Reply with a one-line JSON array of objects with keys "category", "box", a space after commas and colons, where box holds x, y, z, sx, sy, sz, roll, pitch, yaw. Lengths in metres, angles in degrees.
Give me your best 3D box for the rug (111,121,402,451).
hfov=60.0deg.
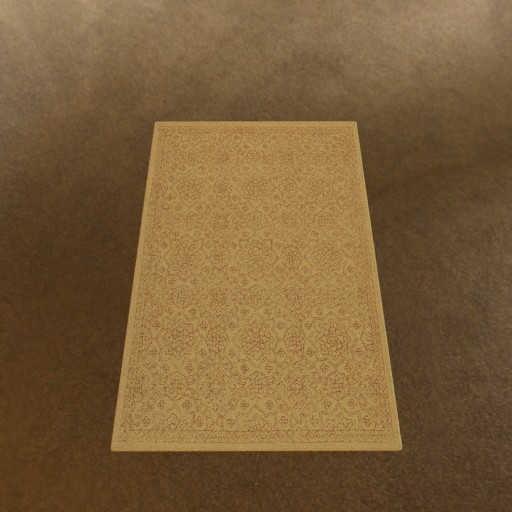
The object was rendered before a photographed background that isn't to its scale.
[{"category": "rug", "box": [0.000, 0.000, 2.268, 1.219, 0.010, 1.829, 0, 63, 0]}]
